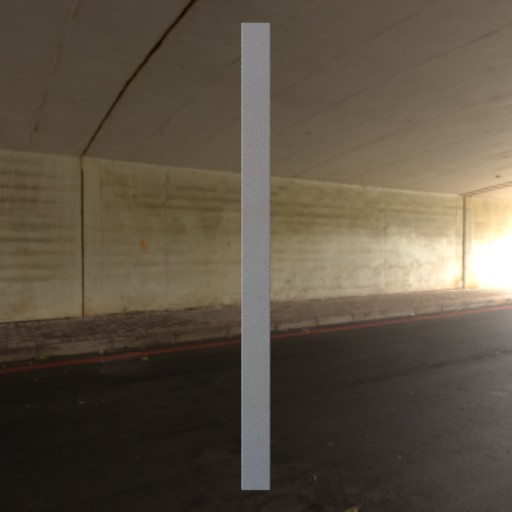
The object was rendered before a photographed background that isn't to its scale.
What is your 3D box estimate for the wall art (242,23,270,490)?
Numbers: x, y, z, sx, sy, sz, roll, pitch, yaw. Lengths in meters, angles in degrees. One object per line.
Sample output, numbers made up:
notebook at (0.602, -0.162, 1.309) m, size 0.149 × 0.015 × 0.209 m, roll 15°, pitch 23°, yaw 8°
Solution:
wall art at (0.000, 0.000, 0.783) m, size 0.038 × 0.611 × 0.408 m, roll 0°, pitch 1°, yaw 0°
